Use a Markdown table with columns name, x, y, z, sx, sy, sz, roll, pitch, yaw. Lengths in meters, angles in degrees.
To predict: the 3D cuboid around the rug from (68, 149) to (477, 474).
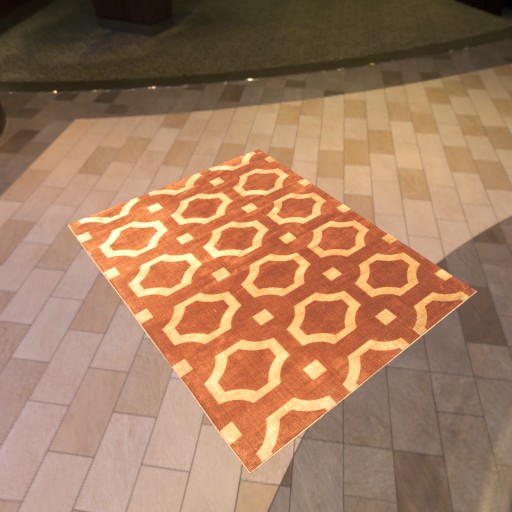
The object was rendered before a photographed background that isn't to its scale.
| name | x | y | z | sx | sy | sz | roll | pitch | yaw |
| --- | --- | --- | --- | --- | --- | --- | --- | --- | --- |
| rug | 0.000 | 0.000 | 4.146 | 2.466 | 0.021 | 3.049 | -28 | 50 | -27 |
